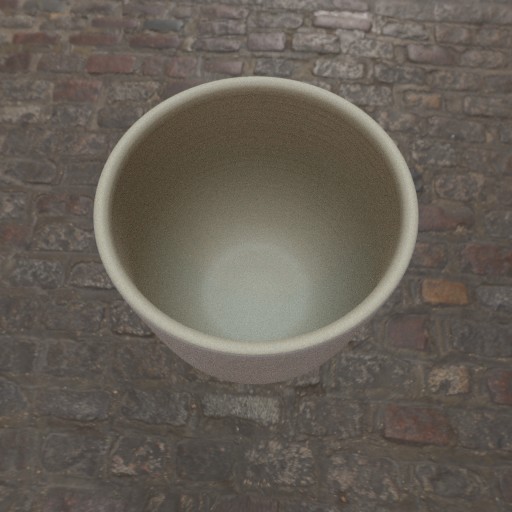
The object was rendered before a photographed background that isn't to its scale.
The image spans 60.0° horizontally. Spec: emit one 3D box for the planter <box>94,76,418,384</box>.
[{"bbox_3d":[0.000,0.000,0.371,0.208,0.190,0.208,0,65,0],"label":"planter"}]
